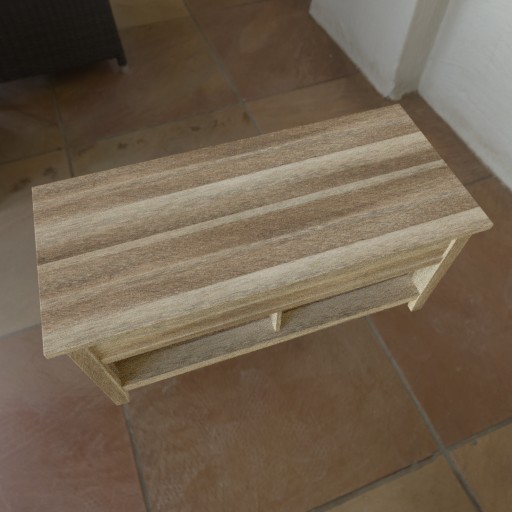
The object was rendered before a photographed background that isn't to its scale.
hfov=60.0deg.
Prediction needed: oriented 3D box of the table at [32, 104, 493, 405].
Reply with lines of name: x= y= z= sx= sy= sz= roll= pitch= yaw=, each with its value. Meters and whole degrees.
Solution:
table: x=0.000 y=0.000 z=1.347 sx=1.095 sy=0.480 sz=0.493 roll=-15 pitch=58 yaw=-10
